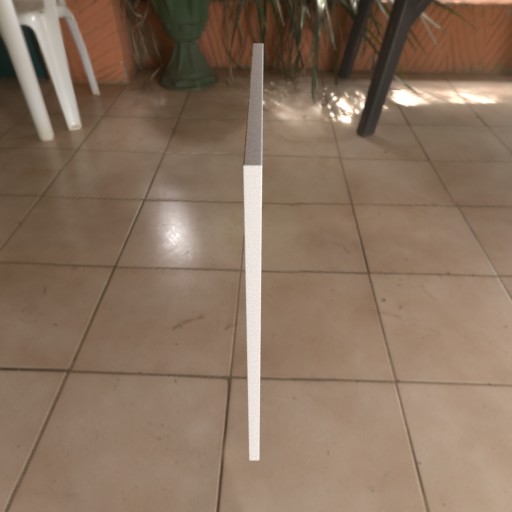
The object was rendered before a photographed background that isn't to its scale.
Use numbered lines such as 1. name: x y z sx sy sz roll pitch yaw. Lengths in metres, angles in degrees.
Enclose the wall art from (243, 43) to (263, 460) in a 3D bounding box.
1. wall art: 0.000 0.000 1.612 0.038 1.212 0.914 1 39 1
